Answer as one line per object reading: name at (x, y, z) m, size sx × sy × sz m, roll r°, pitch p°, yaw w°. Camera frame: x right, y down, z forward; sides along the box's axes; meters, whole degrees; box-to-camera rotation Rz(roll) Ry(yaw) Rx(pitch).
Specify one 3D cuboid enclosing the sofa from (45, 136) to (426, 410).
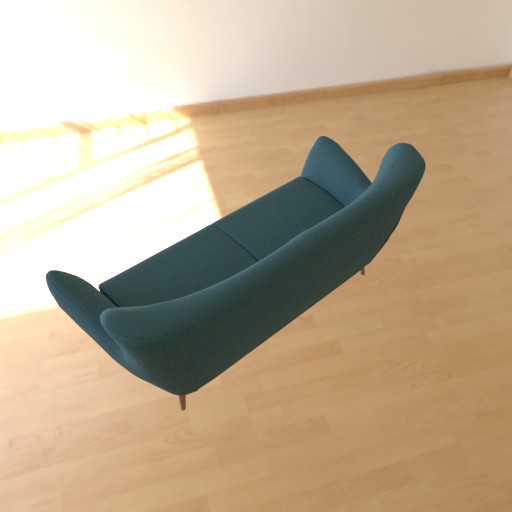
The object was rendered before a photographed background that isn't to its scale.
sofa at (0.000, 0.000, 2.411) m, size 1.930 × 0.890 × 0.889 m, roll -32°, pitch 53°, yaw -27°
